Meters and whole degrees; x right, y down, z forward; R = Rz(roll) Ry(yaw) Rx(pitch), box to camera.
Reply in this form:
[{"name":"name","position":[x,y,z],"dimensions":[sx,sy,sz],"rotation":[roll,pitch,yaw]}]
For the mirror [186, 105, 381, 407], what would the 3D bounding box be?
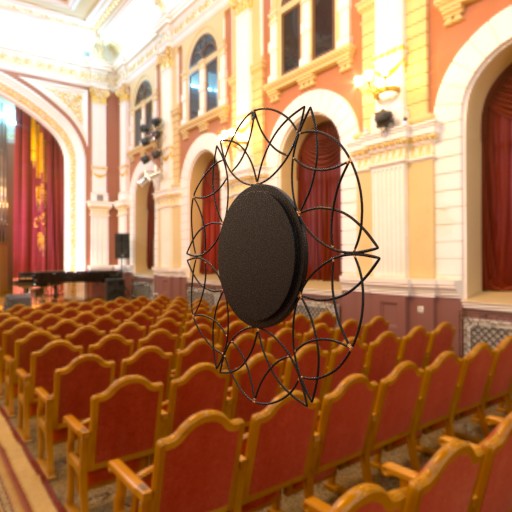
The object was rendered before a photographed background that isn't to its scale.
[{"name":"mirror","position":[0.000,0.000,1.176],"dimensions":[0.028,0.775,0.797],"rotation":[0,-1,-37]}]
